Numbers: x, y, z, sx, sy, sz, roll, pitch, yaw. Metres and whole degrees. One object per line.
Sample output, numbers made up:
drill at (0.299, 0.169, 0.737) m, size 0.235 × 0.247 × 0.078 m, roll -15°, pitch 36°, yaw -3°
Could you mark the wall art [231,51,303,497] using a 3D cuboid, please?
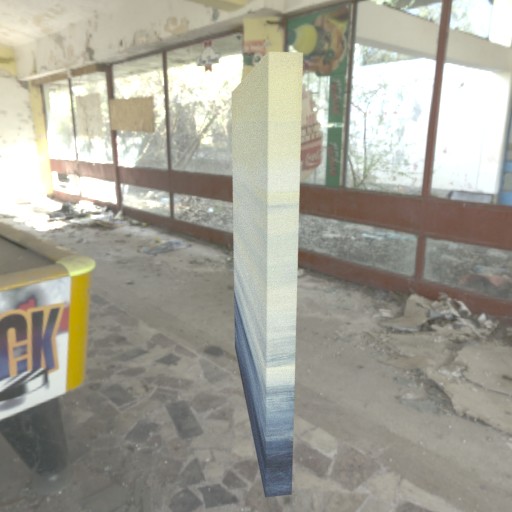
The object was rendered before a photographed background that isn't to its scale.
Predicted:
wall art at (0.000, 0.000, 0.813) m, size 0.040 × 0.608 × 0.489 m, roll -2°, pitch 15°, yaw -8°
